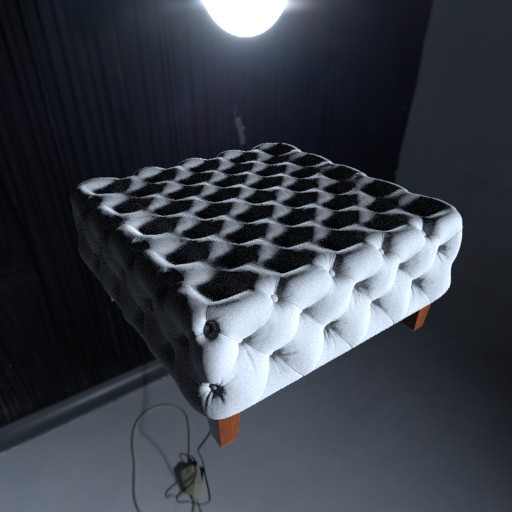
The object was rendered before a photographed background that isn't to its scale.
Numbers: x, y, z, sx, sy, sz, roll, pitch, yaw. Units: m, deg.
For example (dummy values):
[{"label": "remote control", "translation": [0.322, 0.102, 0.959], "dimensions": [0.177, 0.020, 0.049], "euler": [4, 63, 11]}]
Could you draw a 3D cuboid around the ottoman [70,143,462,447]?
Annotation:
[{"label": "ottoman", "translation": [0.000, 0.000, 1.197], "dimensions": [0.764, 0.365, 0.758], "euler": [-20, 36, -30]}]
